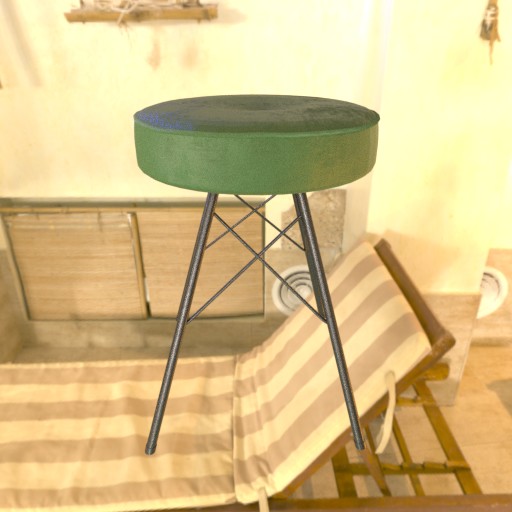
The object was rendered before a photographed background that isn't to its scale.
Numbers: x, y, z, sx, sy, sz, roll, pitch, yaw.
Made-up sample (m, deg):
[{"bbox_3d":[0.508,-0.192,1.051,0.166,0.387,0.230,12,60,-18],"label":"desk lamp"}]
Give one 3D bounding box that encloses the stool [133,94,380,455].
[{"bbox_3d":[0.000,0.000,0.904,0.430,0.595,0.457,-1,26,-2],"label":"stool"}]
